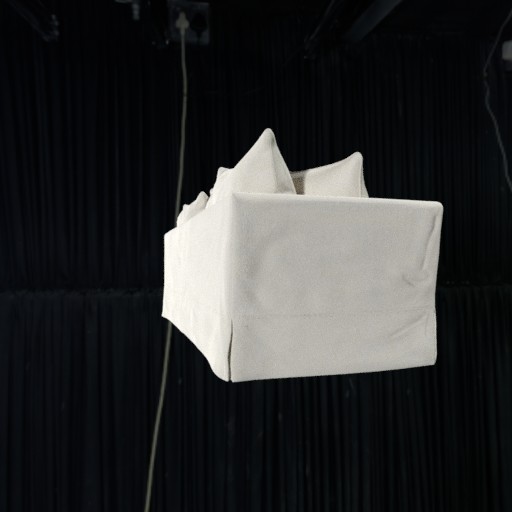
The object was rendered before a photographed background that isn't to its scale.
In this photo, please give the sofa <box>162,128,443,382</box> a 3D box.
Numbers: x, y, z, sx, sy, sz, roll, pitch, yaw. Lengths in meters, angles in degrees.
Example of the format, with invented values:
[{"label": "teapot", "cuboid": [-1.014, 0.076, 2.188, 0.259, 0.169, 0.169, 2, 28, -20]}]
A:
[{"label": "sofa", "cuboid": [0.000, 0.000, 3.030, 1.046, 1.047, 2.499, 0, -1, -18]}]
